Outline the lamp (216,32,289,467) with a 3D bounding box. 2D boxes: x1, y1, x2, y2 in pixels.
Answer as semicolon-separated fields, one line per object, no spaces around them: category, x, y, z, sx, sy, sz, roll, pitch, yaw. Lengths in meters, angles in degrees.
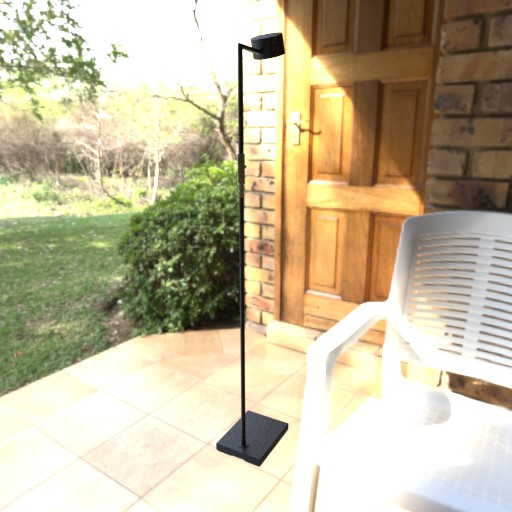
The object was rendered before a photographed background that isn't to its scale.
lamp;0.000;0.000;1.685;0.203;1.600;0.304;8;17;28
